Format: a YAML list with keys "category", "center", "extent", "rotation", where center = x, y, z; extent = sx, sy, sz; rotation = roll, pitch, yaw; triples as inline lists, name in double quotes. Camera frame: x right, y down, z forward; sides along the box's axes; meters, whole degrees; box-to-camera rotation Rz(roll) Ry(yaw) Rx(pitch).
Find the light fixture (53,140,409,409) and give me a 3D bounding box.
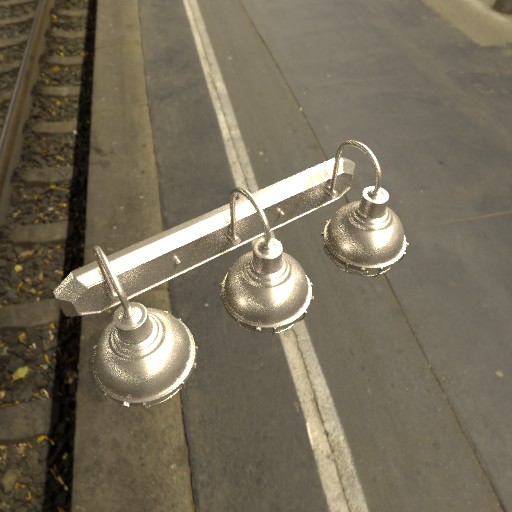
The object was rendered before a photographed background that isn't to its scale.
- category: "light fixture"
  center: [0.000, 0.000, 0.768]
  extent: [0.634, 0.254, 0.229]
  rotation: [-26, 54, -21]
